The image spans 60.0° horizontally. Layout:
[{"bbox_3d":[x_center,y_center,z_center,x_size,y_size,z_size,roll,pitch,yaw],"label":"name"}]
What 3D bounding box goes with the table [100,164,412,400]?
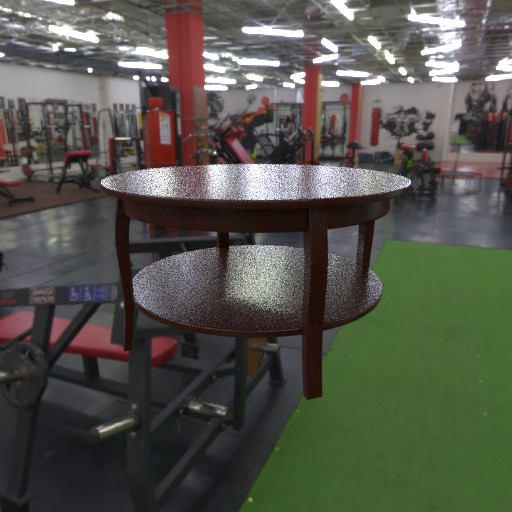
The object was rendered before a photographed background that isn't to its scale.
[{"bbox_3d":[0.000,0.000,1.440,0.911,0.512,0.911,0,16,0],"label":"table"}]
